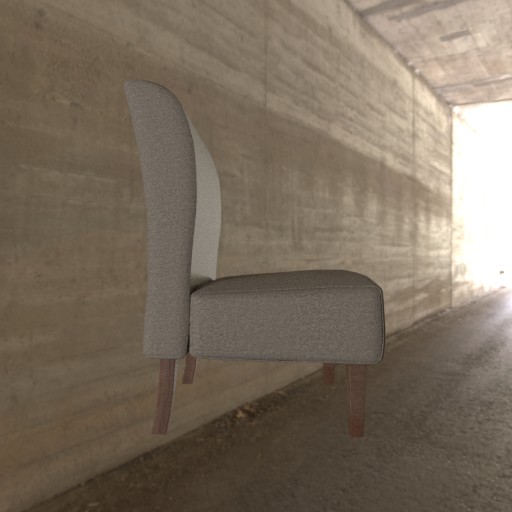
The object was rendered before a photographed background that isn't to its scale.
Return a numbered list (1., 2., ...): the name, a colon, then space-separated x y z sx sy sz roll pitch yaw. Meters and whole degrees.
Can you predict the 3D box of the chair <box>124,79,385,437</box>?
1. chair: 0.000 0.000 1.203 0.592 0.804 0.513 0 0 0
